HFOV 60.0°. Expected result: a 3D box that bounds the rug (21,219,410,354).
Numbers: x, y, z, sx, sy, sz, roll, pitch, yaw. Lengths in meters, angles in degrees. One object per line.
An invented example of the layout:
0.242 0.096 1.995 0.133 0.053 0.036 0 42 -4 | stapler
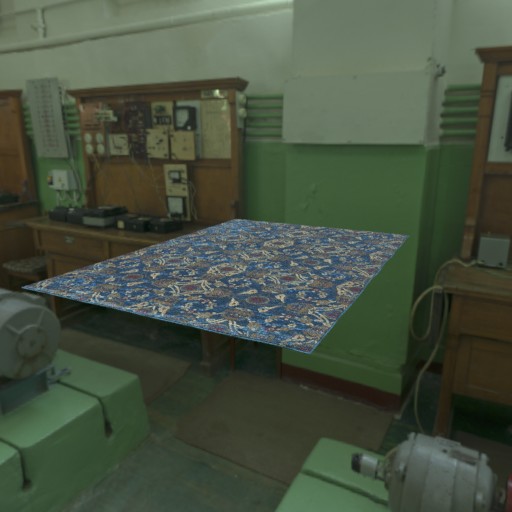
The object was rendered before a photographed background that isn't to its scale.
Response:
0.000 0.000 4.276 2.337 0.013 3.291 8 17 26 | rug
